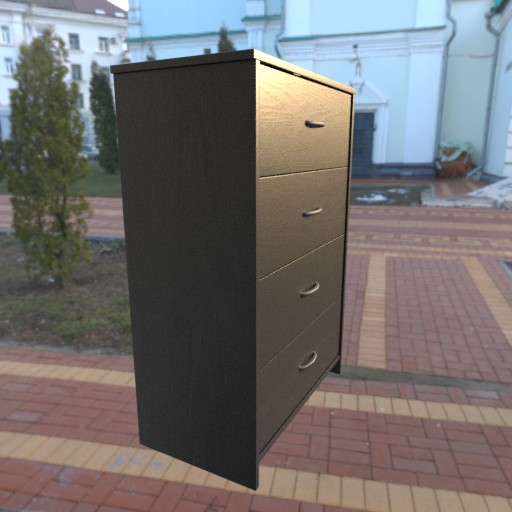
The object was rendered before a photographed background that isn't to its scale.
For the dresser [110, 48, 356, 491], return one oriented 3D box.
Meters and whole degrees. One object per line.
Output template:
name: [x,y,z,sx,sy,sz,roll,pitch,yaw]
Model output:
dresser: [0.000,0.000,1.362,0.398,1.020,0.700,7,16,28]
